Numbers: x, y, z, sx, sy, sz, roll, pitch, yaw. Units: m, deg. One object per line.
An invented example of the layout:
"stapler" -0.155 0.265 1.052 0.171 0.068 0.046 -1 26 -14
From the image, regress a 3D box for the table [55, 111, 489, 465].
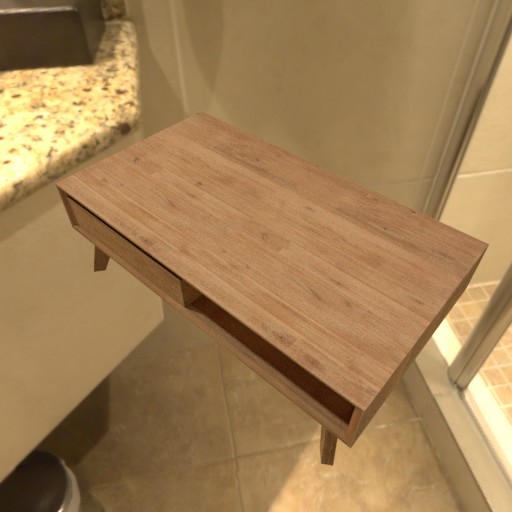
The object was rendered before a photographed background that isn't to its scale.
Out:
"table" 0.000 0.000 2.049 1.619 0.531 0.918 32 54 28
